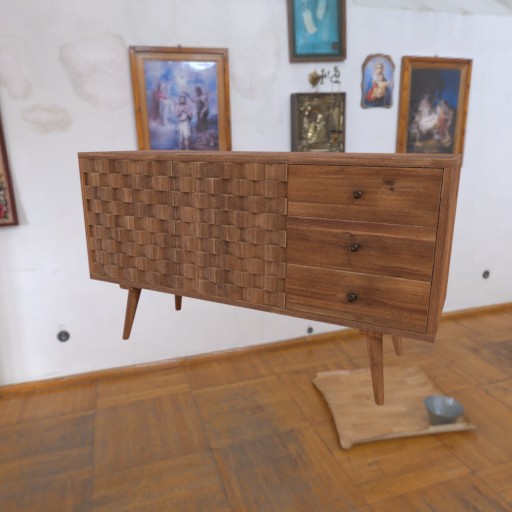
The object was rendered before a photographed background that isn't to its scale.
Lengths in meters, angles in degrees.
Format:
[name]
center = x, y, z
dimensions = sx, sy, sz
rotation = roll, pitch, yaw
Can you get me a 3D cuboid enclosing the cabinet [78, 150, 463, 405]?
[cabinet]
center = 0.000, 0.000, 1.770
dimensions = 1.400, 0.800, 0.472
rotation = 7, 16, 26
